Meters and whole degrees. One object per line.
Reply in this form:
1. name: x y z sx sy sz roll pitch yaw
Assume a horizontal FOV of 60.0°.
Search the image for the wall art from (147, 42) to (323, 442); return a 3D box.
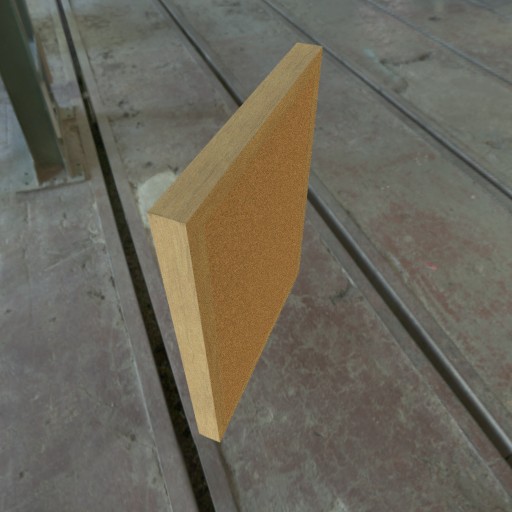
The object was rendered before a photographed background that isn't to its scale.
1. wall art: 0.000 0.000 0.532 0.030 0.380 0.312 17 49 15
